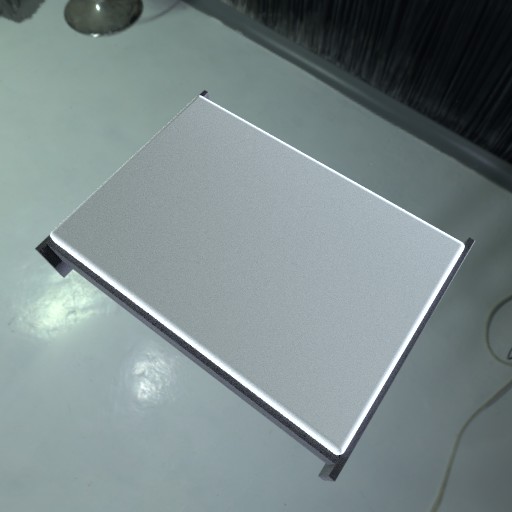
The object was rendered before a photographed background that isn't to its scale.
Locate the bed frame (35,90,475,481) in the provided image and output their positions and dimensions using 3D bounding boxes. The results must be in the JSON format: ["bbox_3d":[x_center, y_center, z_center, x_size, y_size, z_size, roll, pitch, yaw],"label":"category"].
[{"bbox_3d":[0.000,0.000,2.597,1.950,0.432,1.490,33,68,15],"label":"bed frame"}]
